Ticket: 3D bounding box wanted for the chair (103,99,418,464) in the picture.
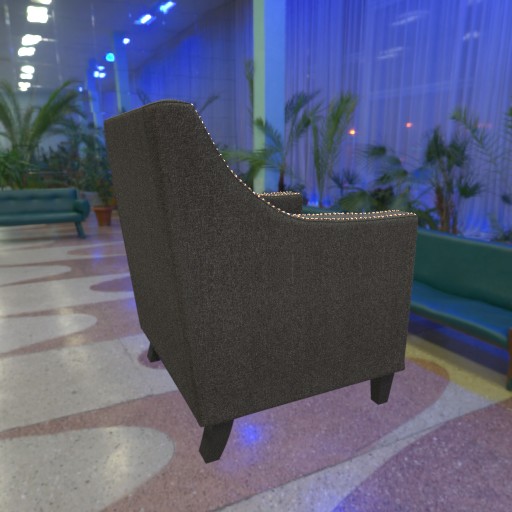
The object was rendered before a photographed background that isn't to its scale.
[{"bbox_3d":[0.000,0.000,1.584,0.884,0.967,0.776,-7,15,-25],"label":"chair"}]
